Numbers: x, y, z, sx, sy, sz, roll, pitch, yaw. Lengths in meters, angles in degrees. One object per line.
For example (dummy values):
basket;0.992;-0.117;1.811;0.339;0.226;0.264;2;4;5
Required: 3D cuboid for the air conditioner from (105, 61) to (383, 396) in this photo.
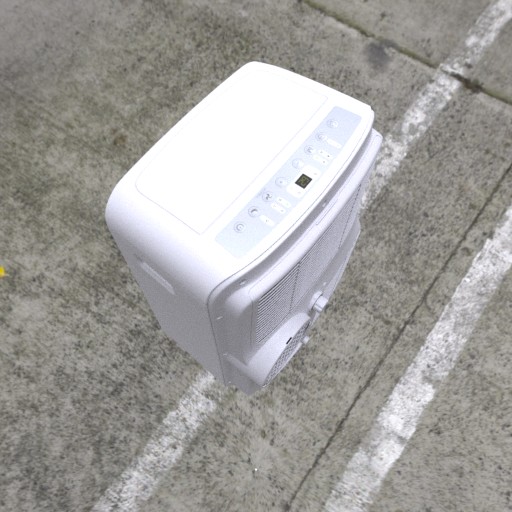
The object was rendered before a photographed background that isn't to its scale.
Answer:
air conditioner;0.000;0.000;0.961;0.365;0.700;0.454;34;69;15
